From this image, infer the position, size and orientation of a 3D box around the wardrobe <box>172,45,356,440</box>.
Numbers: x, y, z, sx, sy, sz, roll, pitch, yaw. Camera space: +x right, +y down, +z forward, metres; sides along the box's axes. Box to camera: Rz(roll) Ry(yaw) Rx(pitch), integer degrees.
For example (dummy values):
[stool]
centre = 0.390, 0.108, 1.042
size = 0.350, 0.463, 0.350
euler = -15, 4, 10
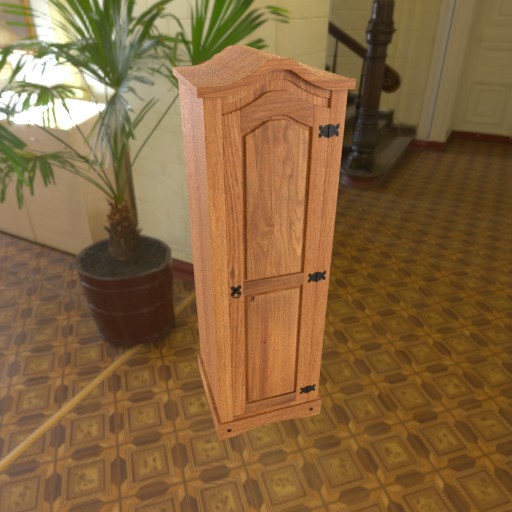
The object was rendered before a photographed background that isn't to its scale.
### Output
[wardrobe]
centre = 0.000, 0.000, 2.210
size = 0.590, 1.870, 0.570
euler = -9, 31, -15
